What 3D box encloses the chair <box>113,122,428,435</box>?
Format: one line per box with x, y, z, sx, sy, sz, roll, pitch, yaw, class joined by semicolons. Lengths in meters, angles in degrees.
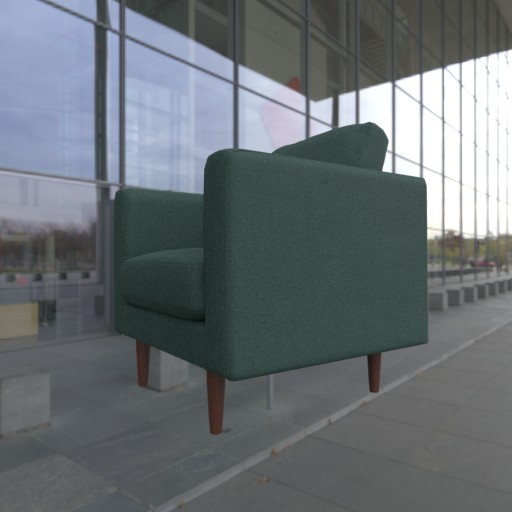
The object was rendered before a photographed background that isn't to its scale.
0.000;0.000;1.553;0.800;0.927;0.855;0;0;-35;chair
